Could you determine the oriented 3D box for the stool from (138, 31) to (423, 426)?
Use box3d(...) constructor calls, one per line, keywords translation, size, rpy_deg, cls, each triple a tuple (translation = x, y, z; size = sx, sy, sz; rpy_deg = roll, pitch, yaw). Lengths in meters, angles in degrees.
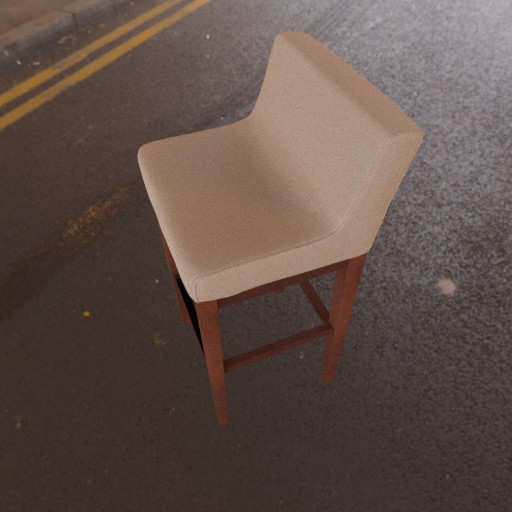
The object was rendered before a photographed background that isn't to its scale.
box3d(translation=(0.000, 0.000, 1.289), size=(0.500, 1.037, 0.511), rpy_deg=(-17, 50, -15), cls="stool")
